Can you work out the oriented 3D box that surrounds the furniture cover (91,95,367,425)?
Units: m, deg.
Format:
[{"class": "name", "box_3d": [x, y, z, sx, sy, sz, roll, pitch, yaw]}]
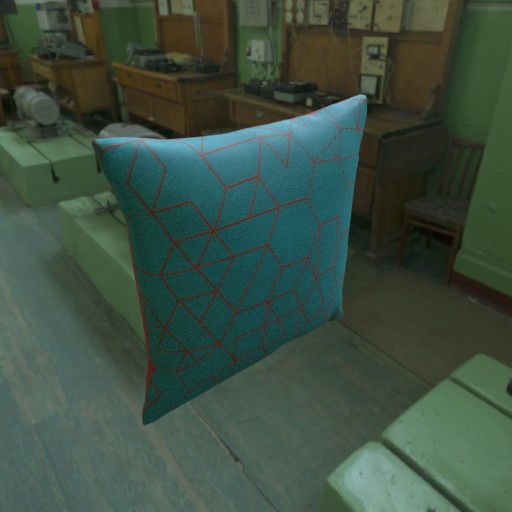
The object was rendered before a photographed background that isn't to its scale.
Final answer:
[{"class": "furniture cover", "box_3d": [0.000, 0.000, 0.803, 0.517, 0.508, 0.158, -22, 36, -33]}]
